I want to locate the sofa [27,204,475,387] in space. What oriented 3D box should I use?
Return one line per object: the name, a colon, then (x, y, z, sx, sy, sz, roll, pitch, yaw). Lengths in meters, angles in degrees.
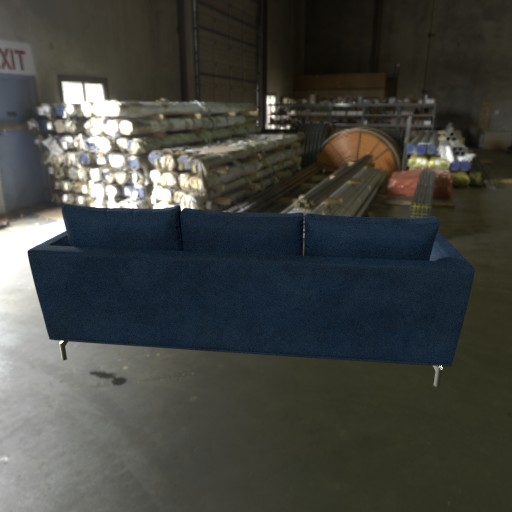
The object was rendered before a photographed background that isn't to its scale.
sofa: (0.000, 0.000, 3.208, 2.438, 0.987, 1.622, 2, 19, 7)
